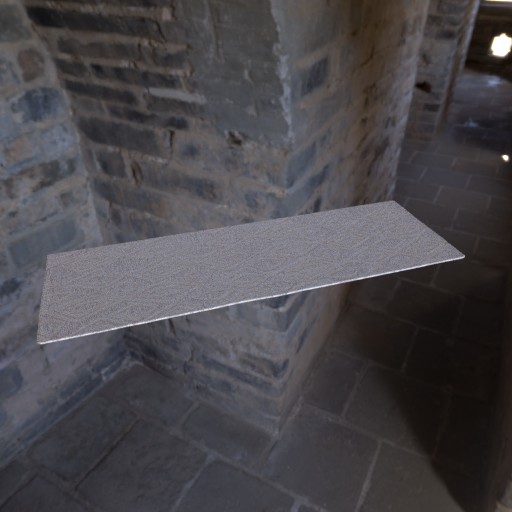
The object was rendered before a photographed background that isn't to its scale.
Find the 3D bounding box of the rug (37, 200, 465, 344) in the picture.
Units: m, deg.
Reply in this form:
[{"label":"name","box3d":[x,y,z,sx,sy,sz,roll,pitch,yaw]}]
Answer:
[{"label":"rug","box3d":[0.000,0.000,2.710,2.436,0.013,0.807,-10,35,-15]}]
